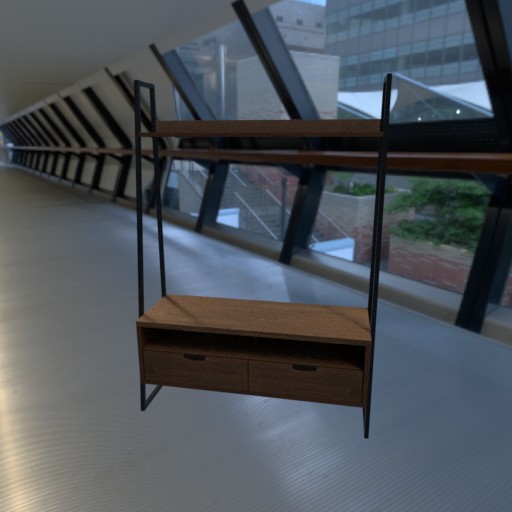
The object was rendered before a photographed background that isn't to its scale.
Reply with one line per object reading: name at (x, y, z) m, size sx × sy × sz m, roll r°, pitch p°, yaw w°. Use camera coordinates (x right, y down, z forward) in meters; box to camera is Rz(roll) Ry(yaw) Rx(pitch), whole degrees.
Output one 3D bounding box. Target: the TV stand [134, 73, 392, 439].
TV stand at (0.000, 0.000, 2.340) m, size 1.250 × 1.772 × 0.432 m, roll 3°, pitch 15°, yaw 11°
